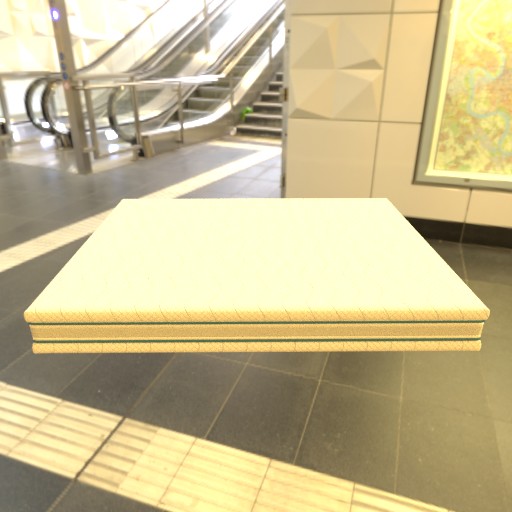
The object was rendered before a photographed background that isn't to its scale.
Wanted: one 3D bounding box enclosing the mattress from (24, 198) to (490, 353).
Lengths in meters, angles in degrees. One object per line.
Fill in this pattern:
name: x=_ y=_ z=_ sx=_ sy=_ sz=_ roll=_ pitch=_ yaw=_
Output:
mattress: x=0.000 y=0.000 z=2.660 sx=2.000 sy=0.230 sz=1.600 roll=0 pitch=25 yaw=-1
